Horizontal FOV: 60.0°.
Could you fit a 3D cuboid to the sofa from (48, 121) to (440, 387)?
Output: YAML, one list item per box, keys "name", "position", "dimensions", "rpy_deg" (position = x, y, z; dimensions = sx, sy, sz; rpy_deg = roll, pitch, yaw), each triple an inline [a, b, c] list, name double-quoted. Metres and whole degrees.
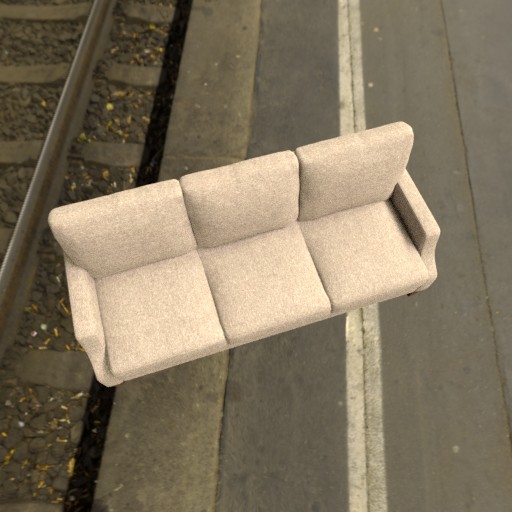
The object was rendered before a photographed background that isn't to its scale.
- name: "sofa"
  position: [0.000, 0.000, 2.641]
  dimensions: [2.115, 0.984, 0.888]
  rpy_deg: [-16, 65, -8]
